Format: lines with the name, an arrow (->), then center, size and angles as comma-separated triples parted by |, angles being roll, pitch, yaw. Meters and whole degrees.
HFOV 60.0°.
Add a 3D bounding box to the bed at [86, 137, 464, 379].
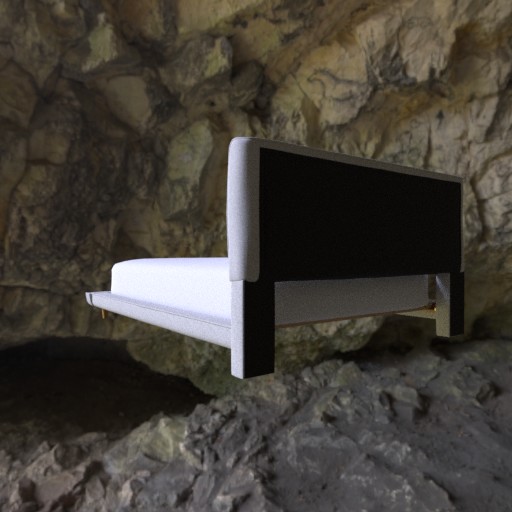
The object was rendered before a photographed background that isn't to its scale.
bed -> 0.000, 0.000, 3.343 | 1.840, 1.067, 2.368 | 0, 0, -37
